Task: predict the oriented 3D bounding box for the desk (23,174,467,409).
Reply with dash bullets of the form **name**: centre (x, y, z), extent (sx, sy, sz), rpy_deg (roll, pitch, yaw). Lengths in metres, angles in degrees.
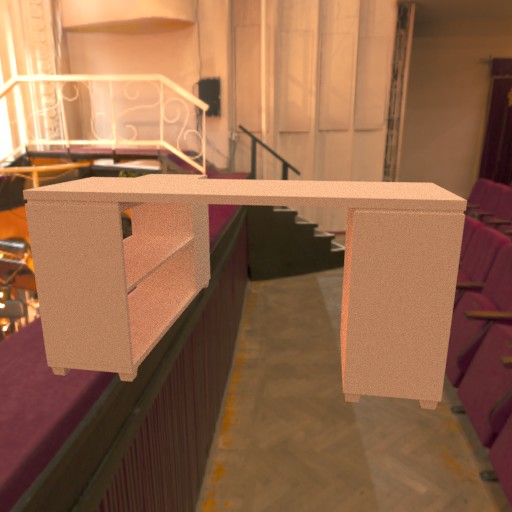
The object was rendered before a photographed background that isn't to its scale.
- **desk**: centre (0.000, 0.000, 2.167), extent (1.524, 0.759, 1.199), rpy_deg (3, 16, 9)
